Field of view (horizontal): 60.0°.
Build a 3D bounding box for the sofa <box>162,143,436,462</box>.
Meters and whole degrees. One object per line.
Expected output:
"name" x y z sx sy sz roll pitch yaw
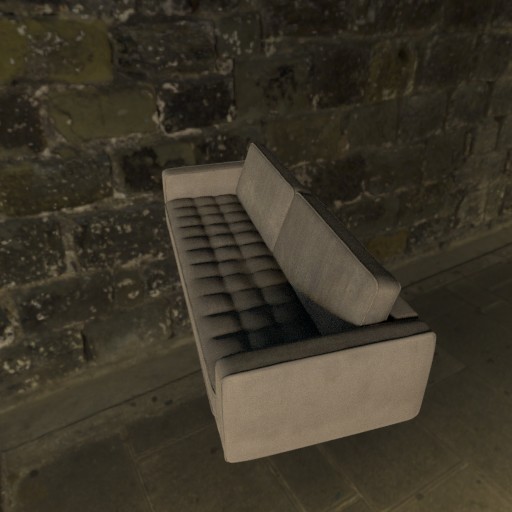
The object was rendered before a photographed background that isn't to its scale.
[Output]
"sofa" 0.000 0.000 2.692 0.923 0.813 2.295 -8 32 -13
